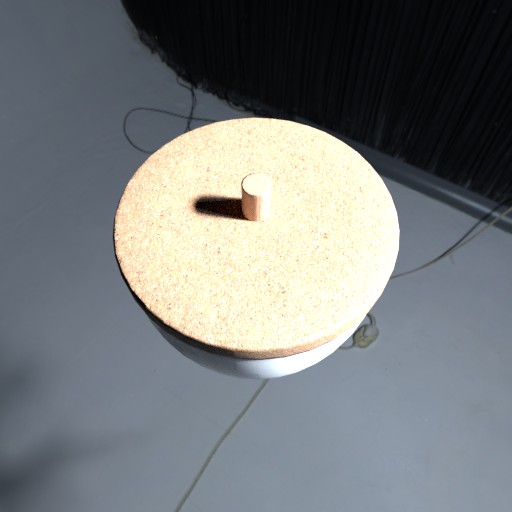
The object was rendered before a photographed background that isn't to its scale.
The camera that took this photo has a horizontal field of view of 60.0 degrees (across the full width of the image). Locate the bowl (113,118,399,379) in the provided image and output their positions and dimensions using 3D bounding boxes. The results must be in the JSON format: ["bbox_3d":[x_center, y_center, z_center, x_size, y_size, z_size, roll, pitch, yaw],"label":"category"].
[{"bbox_3d":[0.000,0.000,0.226,0.126,0.110,0.126,0,58,0],"label":"bowl"}]
